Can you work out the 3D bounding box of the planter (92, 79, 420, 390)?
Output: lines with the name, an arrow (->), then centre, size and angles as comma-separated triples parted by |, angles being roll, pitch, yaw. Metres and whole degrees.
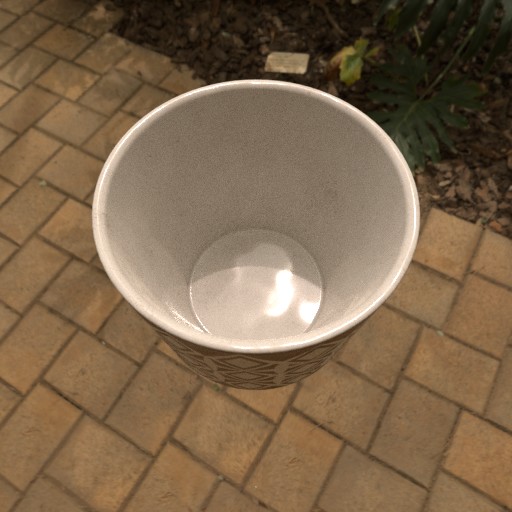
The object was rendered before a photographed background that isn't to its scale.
planter -> 0.000, 0.000, 0.452 | 0.260, 0.220, 0.260 | 0, 62, 0
